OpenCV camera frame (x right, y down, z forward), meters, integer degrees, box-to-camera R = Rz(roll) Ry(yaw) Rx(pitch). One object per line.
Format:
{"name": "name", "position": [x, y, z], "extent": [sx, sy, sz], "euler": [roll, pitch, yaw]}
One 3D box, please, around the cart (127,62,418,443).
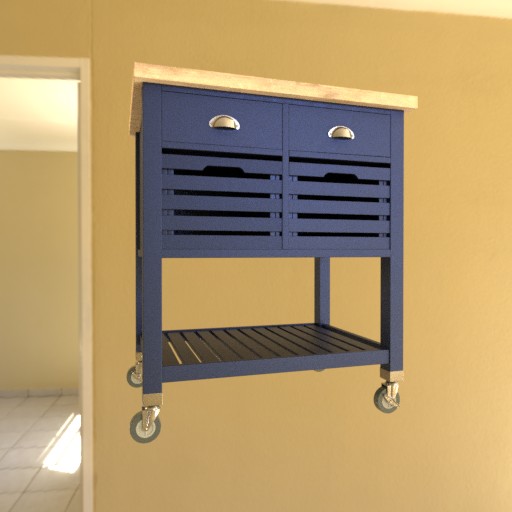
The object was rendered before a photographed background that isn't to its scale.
{"name": "cart", "position": [0.000, 0.000, 1.431], "extent": [0.797, 0.920, 0.567], "euler": [0, 1, -17]}
